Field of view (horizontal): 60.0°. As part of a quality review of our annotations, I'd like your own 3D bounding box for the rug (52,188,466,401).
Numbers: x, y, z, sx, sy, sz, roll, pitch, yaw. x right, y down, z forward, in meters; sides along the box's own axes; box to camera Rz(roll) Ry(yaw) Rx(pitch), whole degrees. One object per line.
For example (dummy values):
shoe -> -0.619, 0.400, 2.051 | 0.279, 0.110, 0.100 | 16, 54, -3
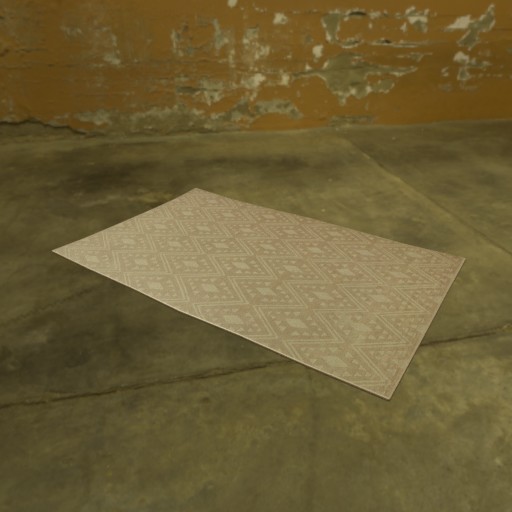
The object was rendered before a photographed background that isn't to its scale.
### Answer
rug -> 0.000, 0.000, 3.070 | 2.430, 0.053, 1.553 | 18, 33, 30
